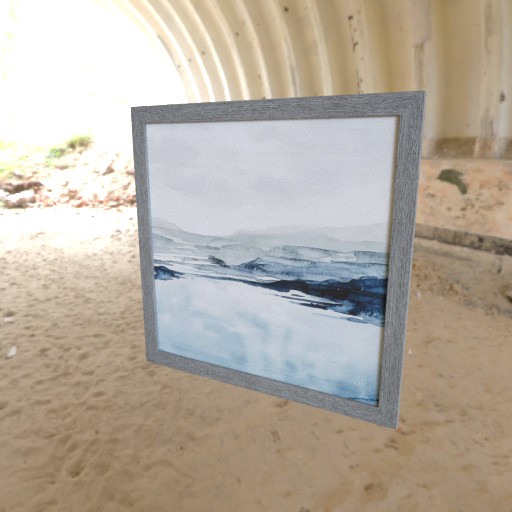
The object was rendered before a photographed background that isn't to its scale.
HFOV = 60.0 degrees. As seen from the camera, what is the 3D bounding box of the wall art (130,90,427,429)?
[{"bbox_3d":[0.000,0.000,1.027,0.685,0.685,0.020,7,15,26],"label":"wall art"}]
